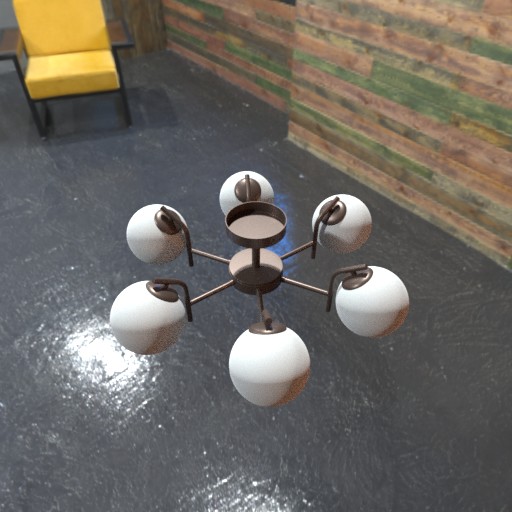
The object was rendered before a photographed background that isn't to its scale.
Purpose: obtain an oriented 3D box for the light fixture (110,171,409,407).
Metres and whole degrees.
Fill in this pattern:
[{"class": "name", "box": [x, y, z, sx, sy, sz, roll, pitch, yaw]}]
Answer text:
[{"class": "light fixture", "box": [0.000, 0.000, 0.965, 0.662, 0.201, 0.662, 0, 42, 0]}]
